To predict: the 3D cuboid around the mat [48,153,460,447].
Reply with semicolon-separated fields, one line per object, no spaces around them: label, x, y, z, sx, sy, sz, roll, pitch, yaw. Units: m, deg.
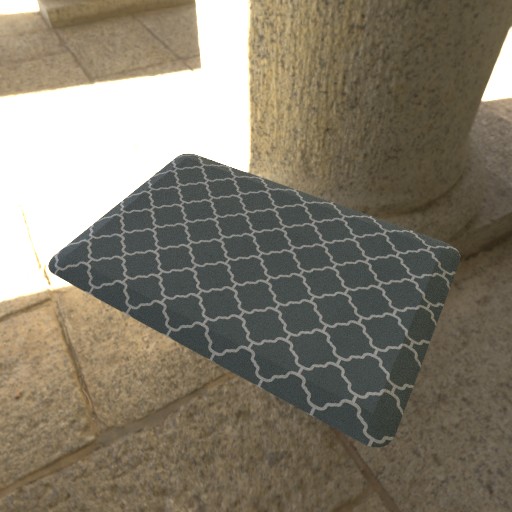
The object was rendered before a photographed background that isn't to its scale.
mat;0.000;0.000;0.950;0.762;0.021;0.508;23;51;20
